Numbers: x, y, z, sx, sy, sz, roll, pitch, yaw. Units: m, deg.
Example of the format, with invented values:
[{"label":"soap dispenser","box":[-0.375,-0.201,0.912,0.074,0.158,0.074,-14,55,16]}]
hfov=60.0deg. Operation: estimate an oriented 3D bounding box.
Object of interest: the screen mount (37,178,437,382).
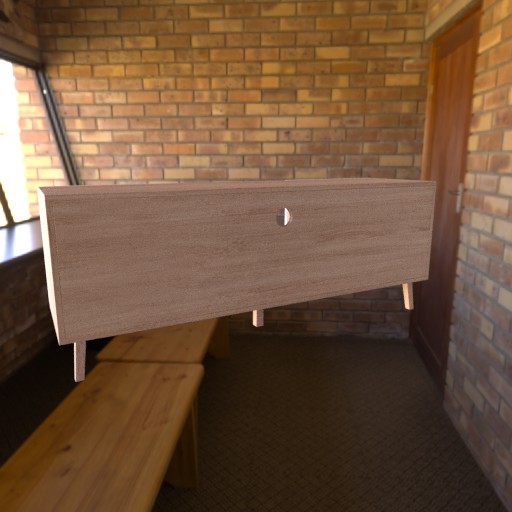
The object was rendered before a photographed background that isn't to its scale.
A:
[{"label":"screen mount","box":[0.000,0.000,1.764,1.500,0.570,0.420,-7,14,-27]}]
